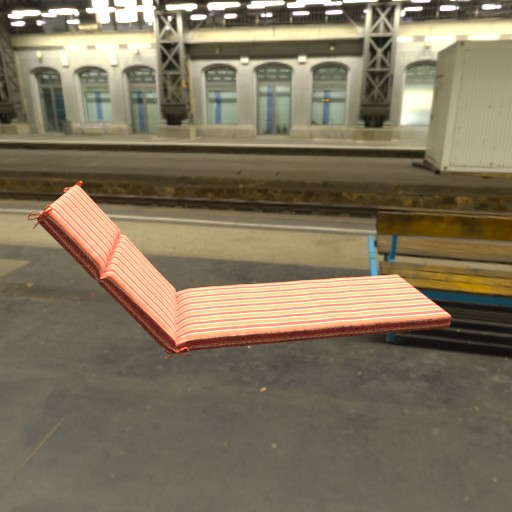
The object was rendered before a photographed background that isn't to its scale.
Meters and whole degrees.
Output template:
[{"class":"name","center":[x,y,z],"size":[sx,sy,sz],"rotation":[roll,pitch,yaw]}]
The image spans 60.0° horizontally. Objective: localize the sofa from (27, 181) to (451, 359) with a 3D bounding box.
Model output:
[{"class":"sofa","center":[0.000,0.000,1.963],"size":[1.663,0.622,0.582],"rotation":[-3,19,-9]}]
